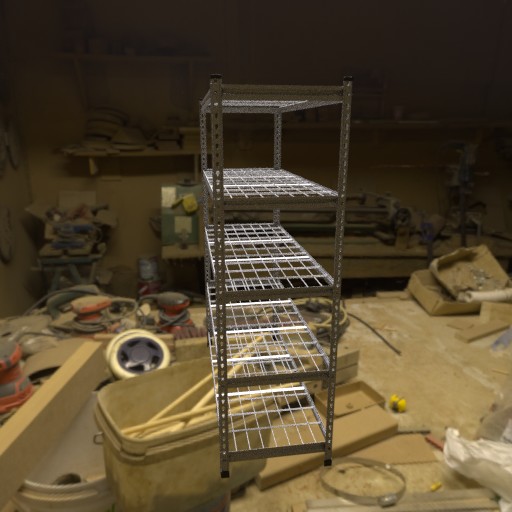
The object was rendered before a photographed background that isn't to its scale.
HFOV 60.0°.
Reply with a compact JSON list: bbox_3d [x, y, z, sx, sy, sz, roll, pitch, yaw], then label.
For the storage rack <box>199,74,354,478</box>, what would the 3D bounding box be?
[{"bbox_3d":[0.000,0.000,2.828,0.610,1.981,1.524,-2,16,-8],"label":"storage rack"}]
